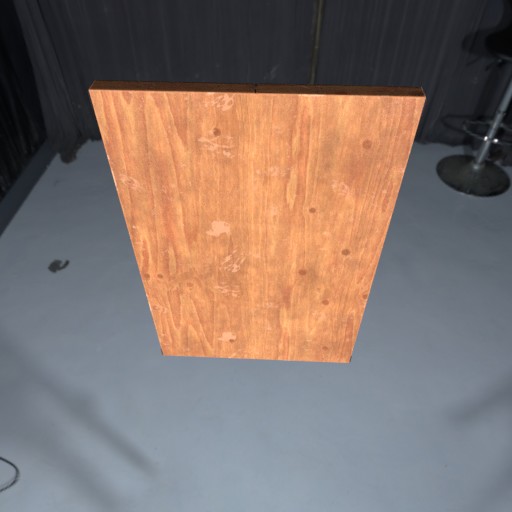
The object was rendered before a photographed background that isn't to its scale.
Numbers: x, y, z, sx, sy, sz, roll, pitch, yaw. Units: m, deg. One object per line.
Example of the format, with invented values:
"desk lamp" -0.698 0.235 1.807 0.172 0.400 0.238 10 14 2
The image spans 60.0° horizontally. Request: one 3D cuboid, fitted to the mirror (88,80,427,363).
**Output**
"mirror" 0.000 0.000 0.961 0.517 0.761 0.053 2 46 2
